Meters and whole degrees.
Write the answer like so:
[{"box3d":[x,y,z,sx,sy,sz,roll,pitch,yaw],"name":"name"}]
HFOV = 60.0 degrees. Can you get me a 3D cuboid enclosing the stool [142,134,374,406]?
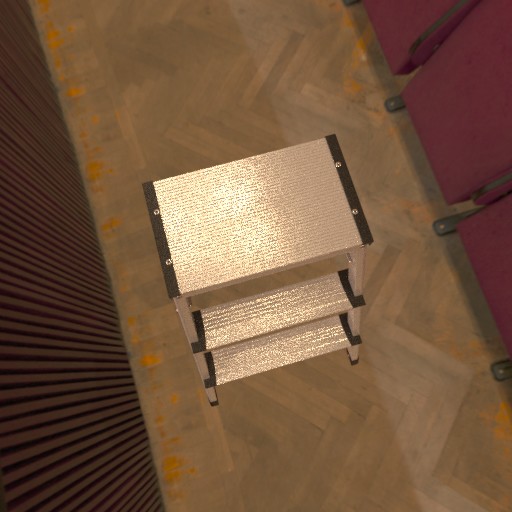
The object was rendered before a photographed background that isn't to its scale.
[{"box3d":[0.000,0.000,1.030,0.437,0.605,0.622,-15,76,-4],"name":"stool"}]
